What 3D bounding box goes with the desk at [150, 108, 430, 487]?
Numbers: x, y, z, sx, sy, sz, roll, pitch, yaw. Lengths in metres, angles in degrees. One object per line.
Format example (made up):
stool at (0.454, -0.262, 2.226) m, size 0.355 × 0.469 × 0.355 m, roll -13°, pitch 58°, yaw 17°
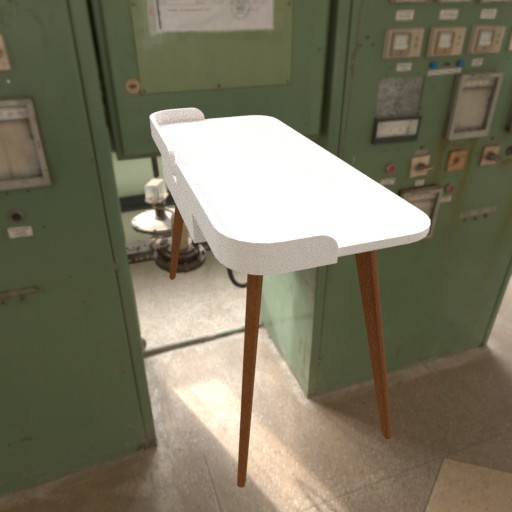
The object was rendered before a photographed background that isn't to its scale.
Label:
desk at (0.000, 0.000, 1.609) m, size 0.534 × 0.807 × 1.206 m, roll -10°, pitch 32°, yaw -16°
